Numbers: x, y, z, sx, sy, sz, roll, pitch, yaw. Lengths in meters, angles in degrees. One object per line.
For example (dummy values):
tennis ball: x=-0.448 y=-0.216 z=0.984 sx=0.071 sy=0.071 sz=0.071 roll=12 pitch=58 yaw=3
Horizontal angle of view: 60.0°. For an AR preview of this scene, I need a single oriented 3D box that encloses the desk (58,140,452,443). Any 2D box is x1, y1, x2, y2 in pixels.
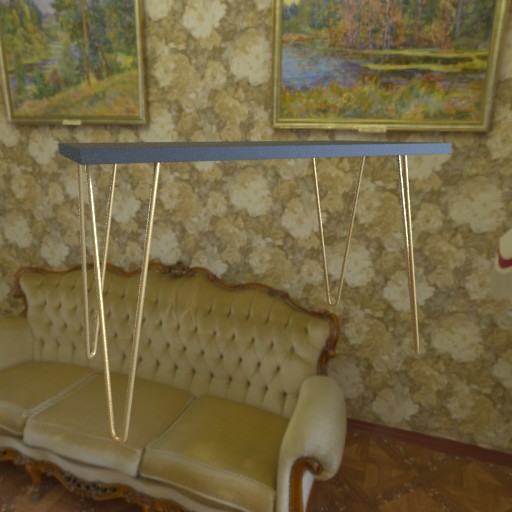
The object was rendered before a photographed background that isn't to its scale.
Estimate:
desk: x=0.000 y=0.000 z=1.337 sx=0.991 sy=0.660 sz=0.499 roll=-8 pitch=17 yaw=-26
